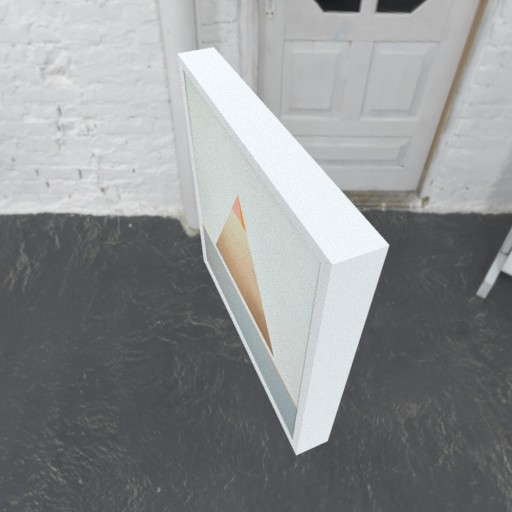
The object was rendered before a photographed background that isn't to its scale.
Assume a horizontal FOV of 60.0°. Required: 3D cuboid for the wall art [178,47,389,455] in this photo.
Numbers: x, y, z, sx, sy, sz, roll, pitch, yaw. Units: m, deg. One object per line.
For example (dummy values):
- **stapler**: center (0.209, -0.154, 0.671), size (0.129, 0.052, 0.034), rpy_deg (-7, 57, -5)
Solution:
- **wall art**: center (0.000, 0.000, 0.460), size (0.038, 0.304, 0.305), rpy_deg (-17, 49, -16)
